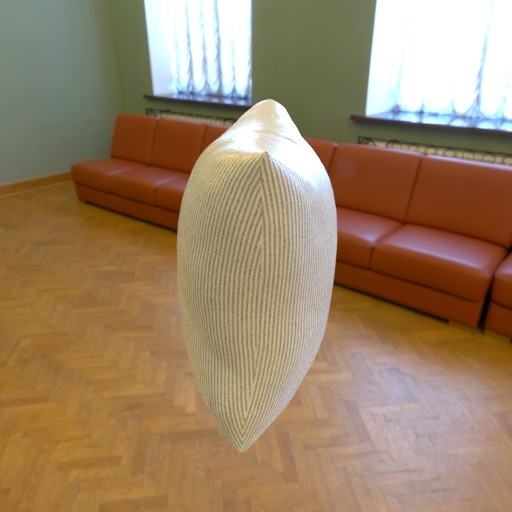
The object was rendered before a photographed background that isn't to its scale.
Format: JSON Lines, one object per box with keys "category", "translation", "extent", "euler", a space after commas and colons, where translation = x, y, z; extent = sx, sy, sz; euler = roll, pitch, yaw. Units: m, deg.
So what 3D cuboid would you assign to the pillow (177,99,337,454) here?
{"category": "pillow", "translation": [0.000, 0.000, 0.707], "extent": [0.310, 0.432, 0.387], "euler": [18, 31, 33]}
